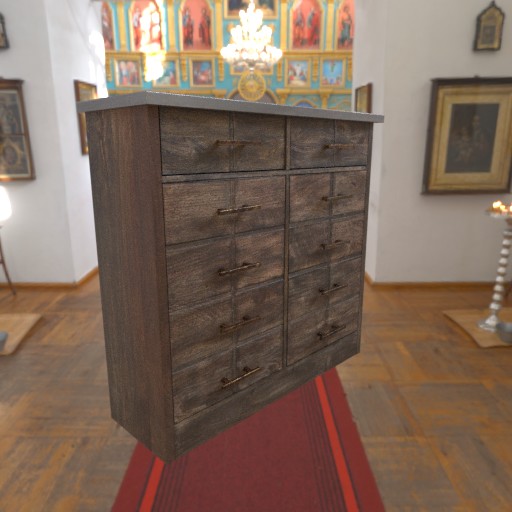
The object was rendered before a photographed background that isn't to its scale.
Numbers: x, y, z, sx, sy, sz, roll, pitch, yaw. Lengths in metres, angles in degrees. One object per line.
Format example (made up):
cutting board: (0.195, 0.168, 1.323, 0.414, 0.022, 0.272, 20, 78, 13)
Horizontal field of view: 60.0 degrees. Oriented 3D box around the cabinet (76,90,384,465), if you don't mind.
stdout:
cabinet: (0.000, 0.000, 1.459, 0.338, 0.919, 0.968, 13, 19, 43)
